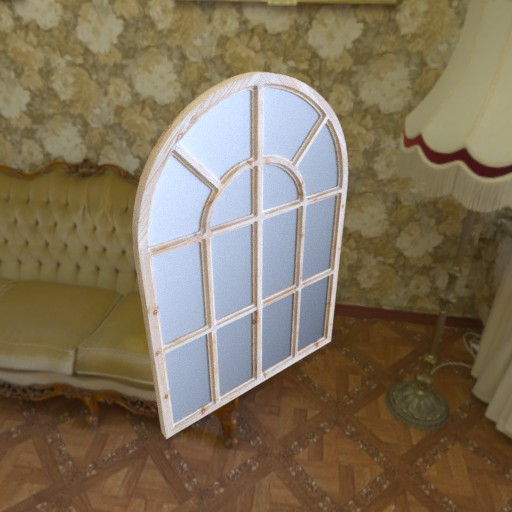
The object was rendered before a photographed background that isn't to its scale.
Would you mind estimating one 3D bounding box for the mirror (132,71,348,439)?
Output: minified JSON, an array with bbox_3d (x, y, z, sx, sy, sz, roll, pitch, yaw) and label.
[{"bbox_3d":[0.000,0.000,1.193,0.660,0.920,0.032,-21,36,-33],"label":"mirror"}]
